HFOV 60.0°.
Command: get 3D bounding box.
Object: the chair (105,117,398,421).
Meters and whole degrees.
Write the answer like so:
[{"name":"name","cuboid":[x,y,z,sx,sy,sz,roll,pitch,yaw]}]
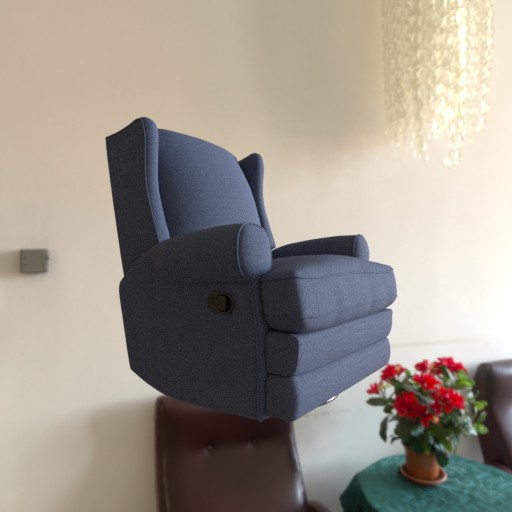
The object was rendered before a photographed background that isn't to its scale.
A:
[{"name":"chair","cuboid":[0.000,0.000,1.733,0.877,1.020,0.971,0,0,35]}]
